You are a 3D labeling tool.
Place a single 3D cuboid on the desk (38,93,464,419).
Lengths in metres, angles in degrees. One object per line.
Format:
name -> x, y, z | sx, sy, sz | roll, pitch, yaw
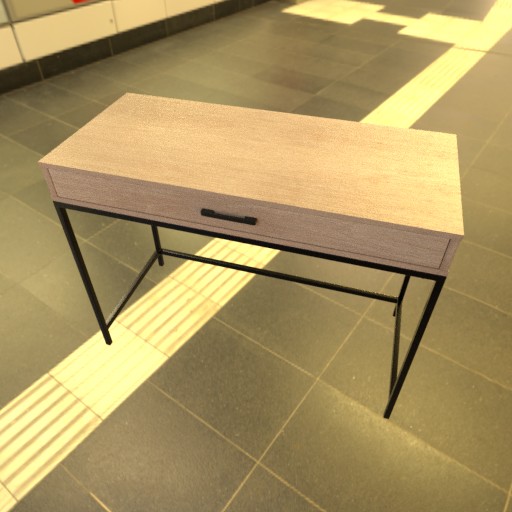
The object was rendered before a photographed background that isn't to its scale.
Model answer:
desk -> 0.000, 0.000, 1.422 | 1.016, 0.762, 0.470 | 11, 43, 12
